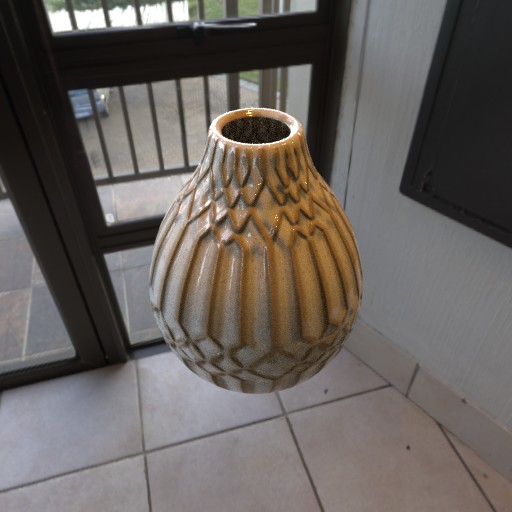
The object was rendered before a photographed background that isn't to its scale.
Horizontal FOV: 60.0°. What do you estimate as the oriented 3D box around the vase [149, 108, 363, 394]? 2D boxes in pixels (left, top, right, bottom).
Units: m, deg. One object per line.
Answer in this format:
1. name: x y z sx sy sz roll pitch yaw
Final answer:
1. vase: 0.000 0.000 0.322 0.159 0.200 0.159 0 41 0
